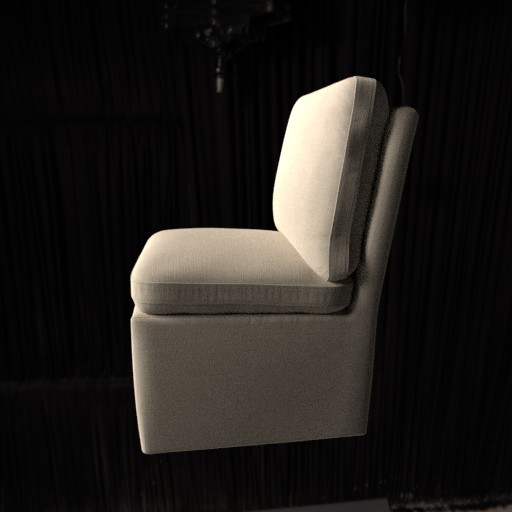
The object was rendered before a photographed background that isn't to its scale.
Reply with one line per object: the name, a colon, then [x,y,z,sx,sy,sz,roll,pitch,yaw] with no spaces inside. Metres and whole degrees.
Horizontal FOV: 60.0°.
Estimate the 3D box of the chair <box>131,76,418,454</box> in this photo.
chair: [0.000,0.000,1.288,0.698,0.927,0.503,-2,15,-7]
